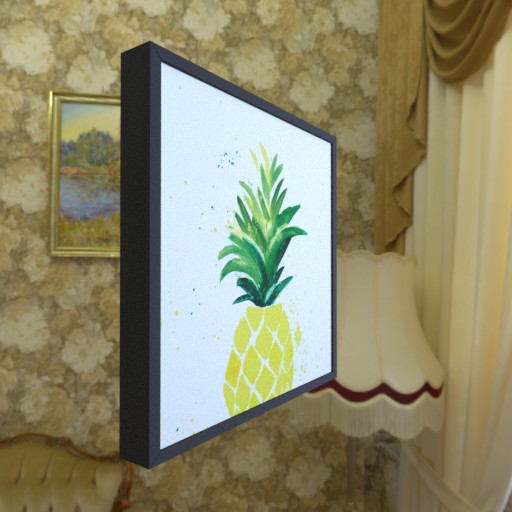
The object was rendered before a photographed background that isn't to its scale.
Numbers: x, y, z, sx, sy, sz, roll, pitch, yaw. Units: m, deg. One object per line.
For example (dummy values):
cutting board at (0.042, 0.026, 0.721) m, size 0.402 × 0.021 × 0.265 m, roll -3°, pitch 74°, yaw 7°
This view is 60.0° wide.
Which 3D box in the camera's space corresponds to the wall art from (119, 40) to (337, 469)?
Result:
wall art at (0.000, 0.000, 0.447) m, size 0.033 × 0.304 × 0.305 m, roll 0°, pitch -1°, yaw 36°
